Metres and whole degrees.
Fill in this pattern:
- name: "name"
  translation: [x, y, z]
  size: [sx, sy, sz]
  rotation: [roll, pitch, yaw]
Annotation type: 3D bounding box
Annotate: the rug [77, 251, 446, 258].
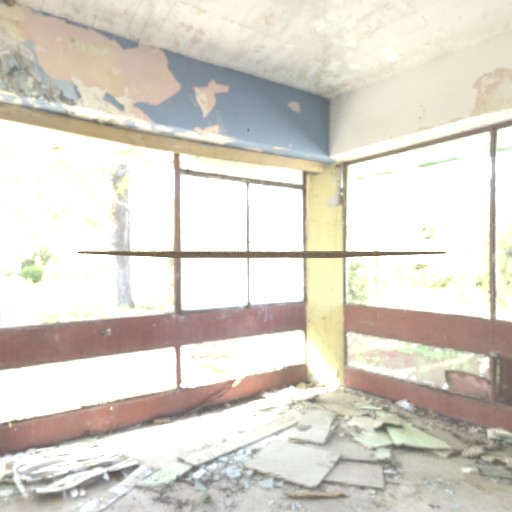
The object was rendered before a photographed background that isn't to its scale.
- name: "rug"
  translation: [0.000, 0.000, 3.043]
  size: [1.533, 0.011, 2.439]
  rotation: [0, -1, -1]
